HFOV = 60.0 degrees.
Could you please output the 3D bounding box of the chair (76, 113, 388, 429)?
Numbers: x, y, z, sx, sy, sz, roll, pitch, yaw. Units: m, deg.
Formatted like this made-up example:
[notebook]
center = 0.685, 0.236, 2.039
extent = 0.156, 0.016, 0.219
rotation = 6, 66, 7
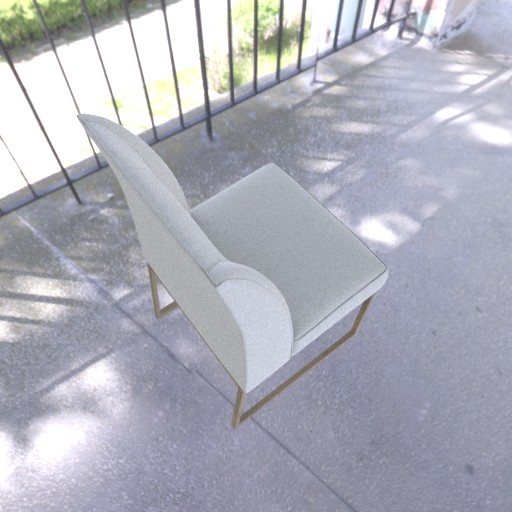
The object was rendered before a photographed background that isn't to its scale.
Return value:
[chair]
center = 0.000, 0.000, 1.169
extent = 0.522, 0.863, 0.508
rotation = -32, 63, -19
